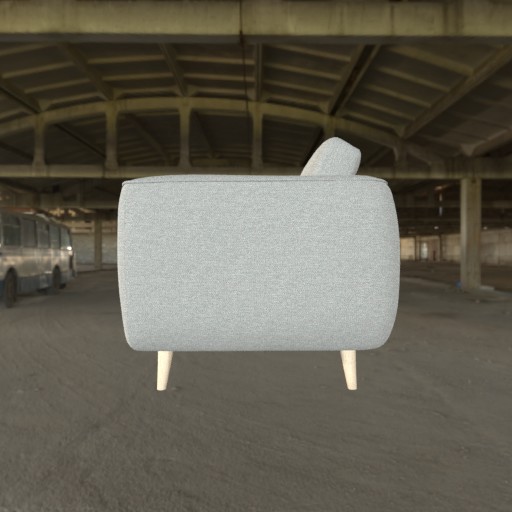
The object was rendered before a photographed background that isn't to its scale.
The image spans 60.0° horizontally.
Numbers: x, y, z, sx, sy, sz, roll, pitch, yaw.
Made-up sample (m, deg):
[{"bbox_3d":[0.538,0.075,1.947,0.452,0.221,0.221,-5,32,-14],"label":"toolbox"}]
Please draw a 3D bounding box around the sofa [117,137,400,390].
[{"bbox_3d":[0.000,0.000,2.132,0.920,0.850,1.700,0,1,-1],"label":"sofa"}]
